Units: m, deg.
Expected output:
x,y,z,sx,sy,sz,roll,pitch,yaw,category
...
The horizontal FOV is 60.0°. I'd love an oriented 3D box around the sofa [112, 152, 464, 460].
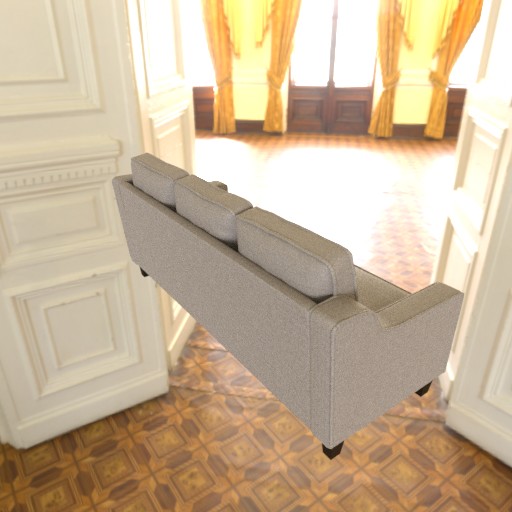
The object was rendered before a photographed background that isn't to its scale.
x,y,z,sx,sy,sz,roll,pitch,yaw,category
0.000,0.000,2.625,0.899,0.950,2.129,-18,32,-32,sofa
